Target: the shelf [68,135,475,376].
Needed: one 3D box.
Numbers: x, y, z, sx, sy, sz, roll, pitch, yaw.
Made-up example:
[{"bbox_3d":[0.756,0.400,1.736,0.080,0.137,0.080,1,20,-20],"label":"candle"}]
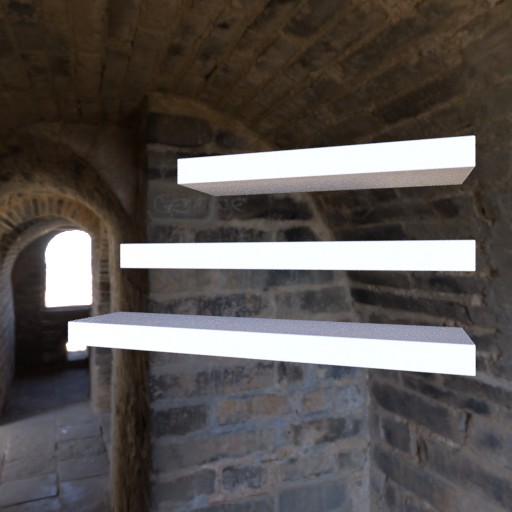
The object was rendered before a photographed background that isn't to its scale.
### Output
[{"bbox_3d":[0.000,0.000,0.702,0.610,0.293,0.140,0,0,19],"label":"shelf"}]
